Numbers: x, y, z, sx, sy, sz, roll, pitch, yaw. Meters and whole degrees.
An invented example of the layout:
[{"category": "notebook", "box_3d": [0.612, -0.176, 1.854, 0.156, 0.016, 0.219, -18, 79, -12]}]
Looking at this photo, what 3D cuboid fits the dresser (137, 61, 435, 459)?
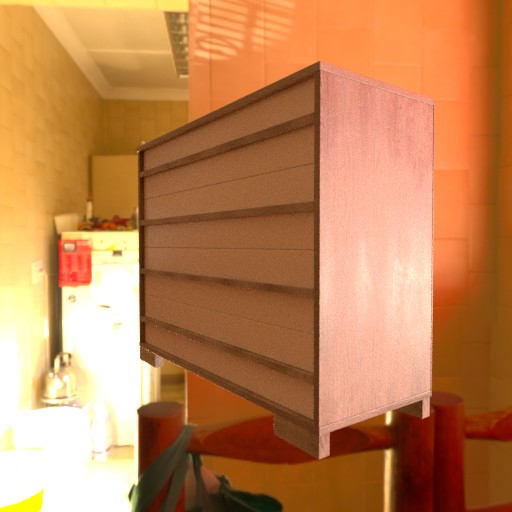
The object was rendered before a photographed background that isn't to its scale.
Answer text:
[{"category": "dresser", "box_3d": [0.000, 0.000, 1.423, 0.404, 0.816, 0.994, -1, 2, -36]}]
